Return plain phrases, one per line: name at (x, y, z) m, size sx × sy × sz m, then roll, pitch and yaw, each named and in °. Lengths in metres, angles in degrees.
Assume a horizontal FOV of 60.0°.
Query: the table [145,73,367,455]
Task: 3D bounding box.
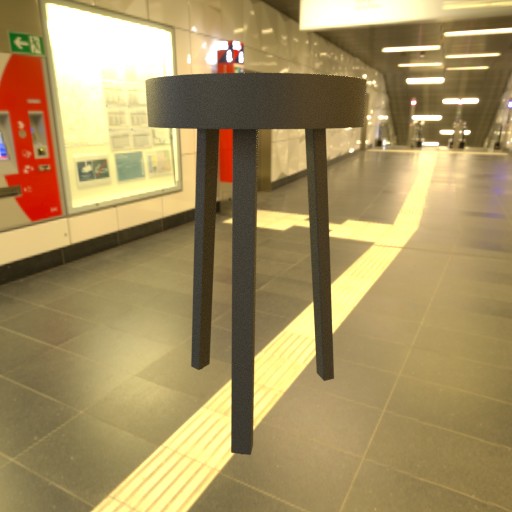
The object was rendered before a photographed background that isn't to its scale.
table at (0.000, 0.000, 0.939) m, size 0.406 × 0.686 × 0.406 m, roll 3°, pitch 18°, yaw 9°
